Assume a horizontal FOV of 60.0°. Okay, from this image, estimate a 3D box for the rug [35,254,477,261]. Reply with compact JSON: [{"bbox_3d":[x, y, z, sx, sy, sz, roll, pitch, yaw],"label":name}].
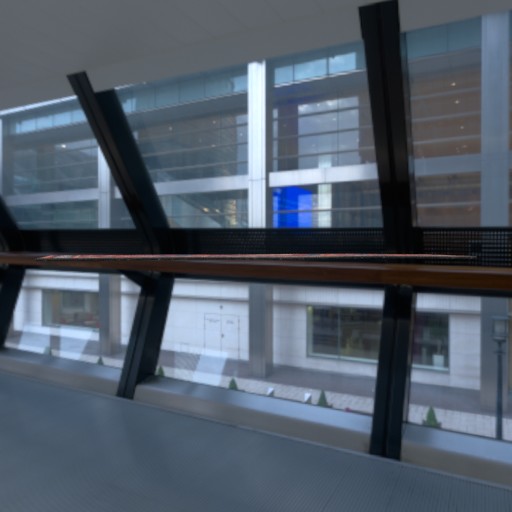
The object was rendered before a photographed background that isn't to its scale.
[{"bbox_3d":[0.000,0.000,3.603,3.032,0.034,1.522,0,1,-18],"label":"rug"}]
